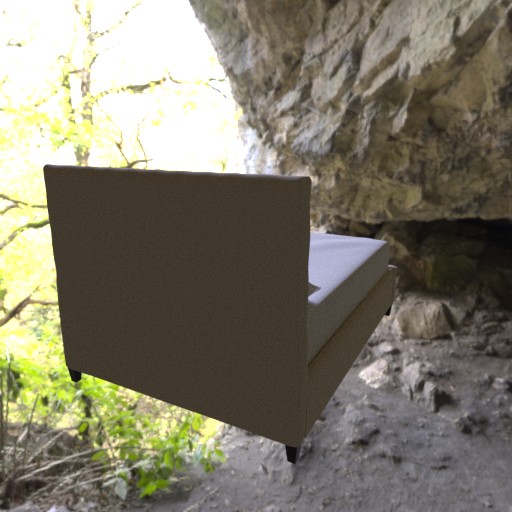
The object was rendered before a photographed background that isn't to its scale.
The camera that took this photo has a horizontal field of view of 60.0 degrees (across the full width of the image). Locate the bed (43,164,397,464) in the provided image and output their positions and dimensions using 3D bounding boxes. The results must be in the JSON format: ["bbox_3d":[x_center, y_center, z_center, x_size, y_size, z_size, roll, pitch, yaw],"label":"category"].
[{"bbox_3d":[0.000,0.000,3.330,1.696,1.426,2.233,8,17,27],"label":"bed"}]
